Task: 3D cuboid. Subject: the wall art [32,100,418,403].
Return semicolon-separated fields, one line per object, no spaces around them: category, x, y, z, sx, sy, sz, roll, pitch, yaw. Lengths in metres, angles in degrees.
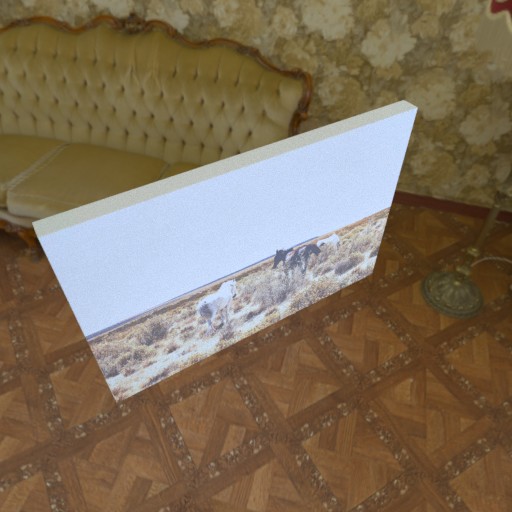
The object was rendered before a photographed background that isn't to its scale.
wall art;0.000;0.000;1.165;0.914;0.610;0.050;-23;50;-22
